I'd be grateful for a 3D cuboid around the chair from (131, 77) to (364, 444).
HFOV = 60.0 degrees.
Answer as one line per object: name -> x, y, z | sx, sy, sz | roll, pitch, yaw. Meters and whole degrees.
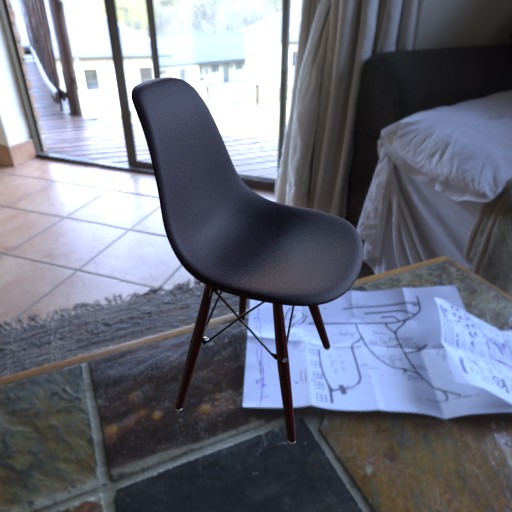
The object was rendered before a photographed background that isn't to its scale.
chair -> 0.000, 0.000, 1.146 | 0.533, 0.826, 0.470 | 11, 32, 18
